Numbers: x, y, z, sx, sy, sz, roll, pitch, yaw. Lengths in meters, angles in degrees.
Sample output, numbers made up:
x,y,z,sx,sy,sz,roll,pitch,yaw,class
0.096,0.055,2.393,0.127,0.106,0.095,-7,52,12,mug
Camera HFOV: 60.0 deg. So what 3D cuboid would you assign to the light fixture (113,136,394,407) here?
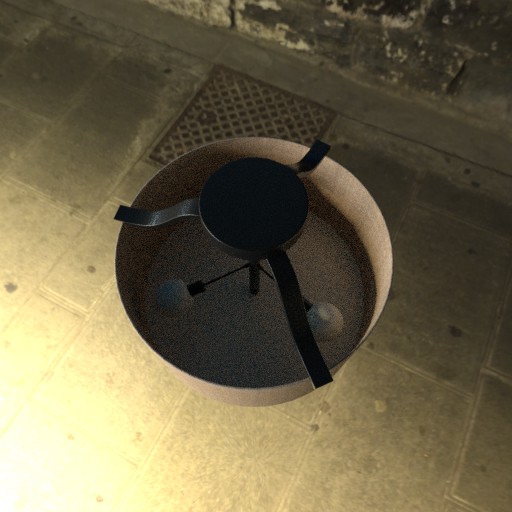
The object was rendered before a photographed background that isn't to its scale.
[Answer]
x,y,z,sx,sy,sz,roll,pitch,yaw,class
0.000,0.000,0.644,0.390,0.306,0.390,0,65,0,light fixture
